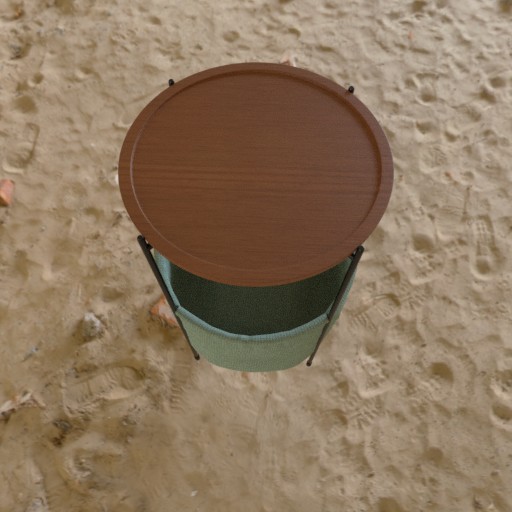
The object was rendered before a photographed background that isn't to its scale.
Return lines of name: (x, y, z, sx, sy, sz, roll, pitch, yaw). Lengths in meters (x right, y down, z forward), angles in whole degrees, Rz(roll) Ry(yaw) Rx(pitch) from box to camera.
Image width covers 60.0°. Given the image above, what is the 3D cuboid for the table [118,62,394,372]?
table: (0.000, 0.000, 0.899, 0.400, 0.623, 0.400, 3, 63, 1)
